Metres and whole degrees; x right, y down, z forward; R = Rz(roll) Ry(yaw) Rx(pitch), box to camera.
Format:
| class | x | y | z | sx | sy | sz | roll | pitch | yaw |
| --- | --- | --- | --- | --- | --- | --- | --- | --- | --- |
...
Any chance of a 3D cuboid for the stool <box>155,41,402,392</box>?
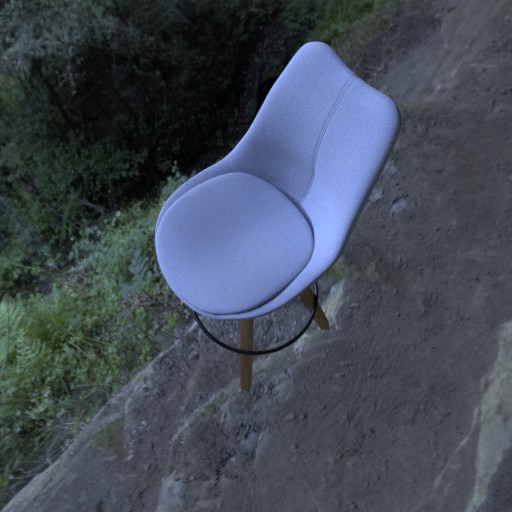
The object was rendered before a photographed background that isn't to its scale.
| class | x | y | z | sx | sy | sz | roll | pitch | yaw |
| --- | --- | --- | --- | --- | --- | --- | --- | --- | --- |
| stool | 0.000 | 0.000 | 1.356 | 0.550 | 1.115 | 0.484 | -34 | 69 | -15 |
